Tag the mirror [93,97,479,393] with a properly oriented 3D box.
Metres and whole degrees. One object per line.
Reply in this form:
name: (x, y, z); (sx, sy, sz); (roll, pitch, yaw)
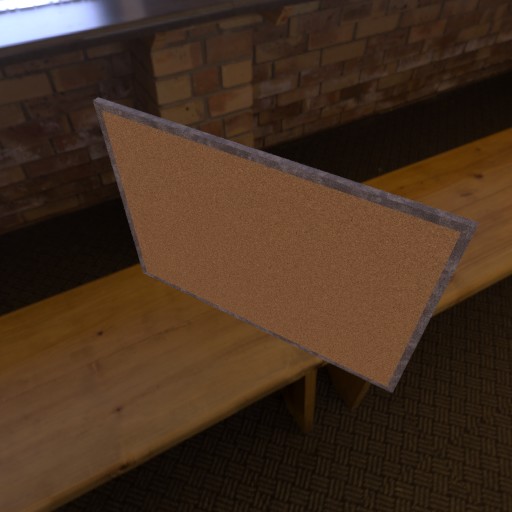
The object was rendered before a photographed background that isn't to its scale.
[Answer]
mirror: (0.000, 0.000, 1.434); (1.101, 0.795, 0.022); (23, 52, 19)
